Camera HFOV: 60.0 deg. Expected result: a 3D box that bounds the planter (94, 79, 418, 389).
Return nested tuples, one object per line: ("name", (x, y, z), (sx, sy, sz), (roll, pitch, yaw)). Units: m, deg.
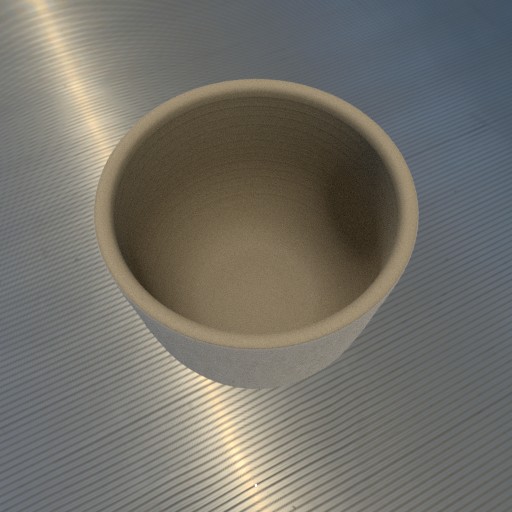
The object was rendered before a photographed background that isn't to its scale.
("planter", (0.000, 0.000, 0.219), (0.124, 0.109, 0.124), (0, 63, 0))
